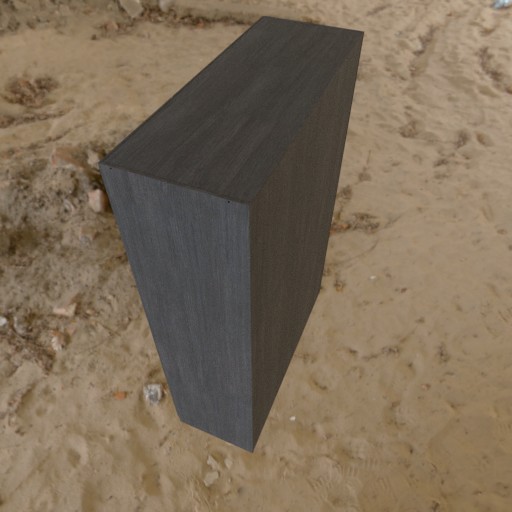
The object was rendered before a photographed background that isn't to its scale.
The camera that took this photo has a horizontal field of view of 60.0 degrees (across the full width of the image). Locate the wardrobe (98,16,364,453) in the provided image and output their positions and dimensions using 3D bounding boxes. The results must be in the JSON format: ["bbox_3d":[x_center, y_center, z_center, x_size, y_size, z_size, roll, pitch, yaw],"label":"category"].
[{"bbox_3d":[0.000,0.000,2.363,0.510,1.910,1.290,17,50,15],"label":"wardrobe"}]
